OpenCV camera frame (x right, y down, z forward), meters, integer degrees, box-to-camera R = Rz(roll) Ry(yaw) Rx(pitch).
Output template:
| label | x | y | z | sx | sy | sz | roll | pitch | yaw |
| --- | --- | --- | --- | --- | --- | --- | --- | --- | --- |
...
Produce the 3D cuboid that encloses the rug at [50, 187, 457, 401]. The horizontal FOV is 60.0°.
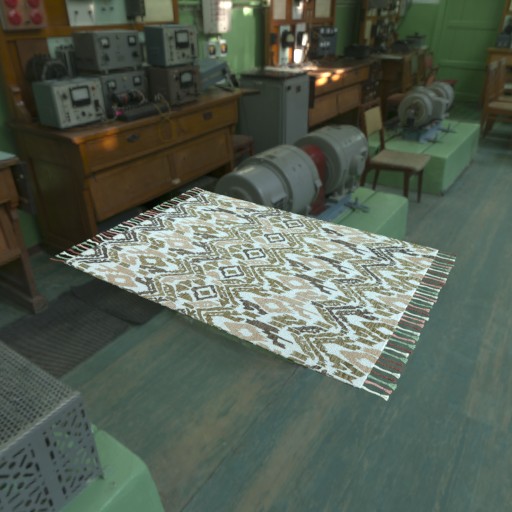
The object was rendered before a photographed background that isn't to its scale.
| label | x | y | z | sx | sy | sz | roll | pitch | yaw |
| --- | --- | --- | --- | --- | --- | --- | --- | --- | --- |
| rug | 0.000 | 0.000 | 2.366 | 1.829 | 0.008 | 1.219 | 18 | 34 | 28 |
